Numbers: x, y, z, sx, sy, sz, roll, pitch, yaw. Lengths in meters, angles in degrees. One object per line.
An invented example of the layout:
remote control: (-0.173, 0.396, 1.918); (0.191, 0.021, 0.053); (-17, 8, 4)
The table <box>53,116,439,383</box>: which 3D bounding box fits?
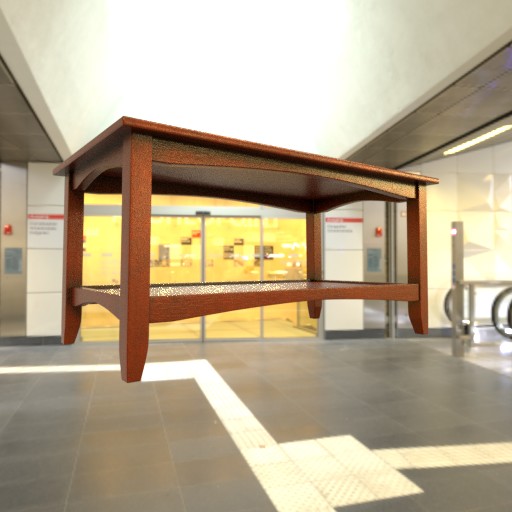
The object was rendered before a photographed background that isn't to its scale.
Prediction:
table: (0.000, 0.000, 1.230); (0.943, 0.456, 0.533); (1, -1, -36)
